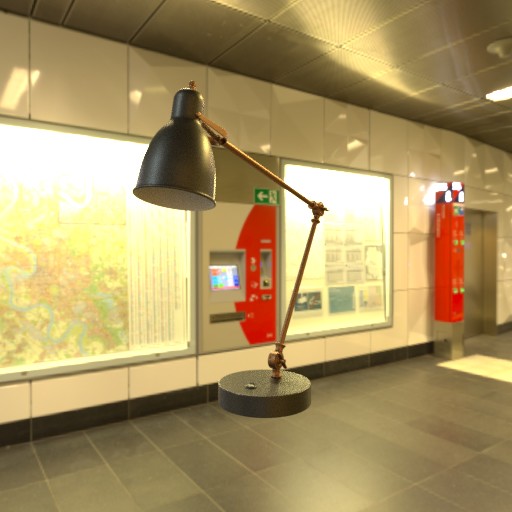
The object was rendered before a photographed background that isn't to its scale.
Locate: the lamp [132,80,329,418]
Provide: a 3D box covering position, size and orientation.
[{"bbox_3d":[0.000,0.000,0.869,0.187,0.587,0.561,0,1,36],"label":"lamp"}]
